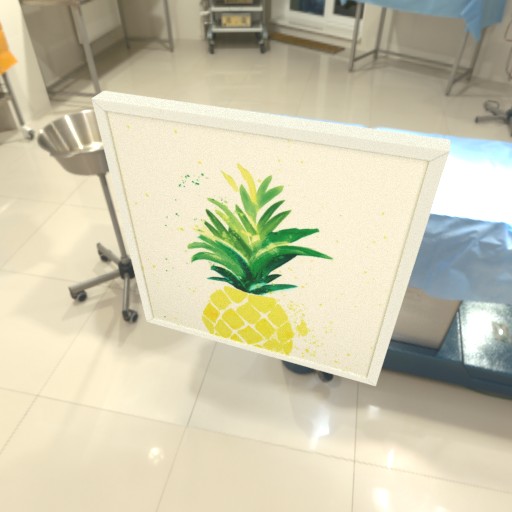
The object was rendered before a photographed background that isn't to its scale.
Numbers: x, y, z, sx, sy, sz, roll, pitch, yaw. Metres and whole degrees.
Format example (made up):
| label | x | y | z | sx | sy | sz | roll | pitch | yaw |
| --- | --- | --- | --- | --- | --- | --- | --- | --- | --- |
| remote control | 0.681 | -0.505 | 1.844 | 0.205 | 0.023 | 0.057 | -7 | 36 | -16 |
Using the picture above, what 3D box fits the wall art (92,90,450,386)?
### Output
| label | x | y | z | sx | sy | sz | roll | pitch | yaw |
| --- | --- | --- | --- | --- | --- | --- | --- | --- | --- |
| wall art | 0.000 | 0.000 | 0.470 | 0.307 | 0.307 | 0.020 | 13 | 43 | 14 |
